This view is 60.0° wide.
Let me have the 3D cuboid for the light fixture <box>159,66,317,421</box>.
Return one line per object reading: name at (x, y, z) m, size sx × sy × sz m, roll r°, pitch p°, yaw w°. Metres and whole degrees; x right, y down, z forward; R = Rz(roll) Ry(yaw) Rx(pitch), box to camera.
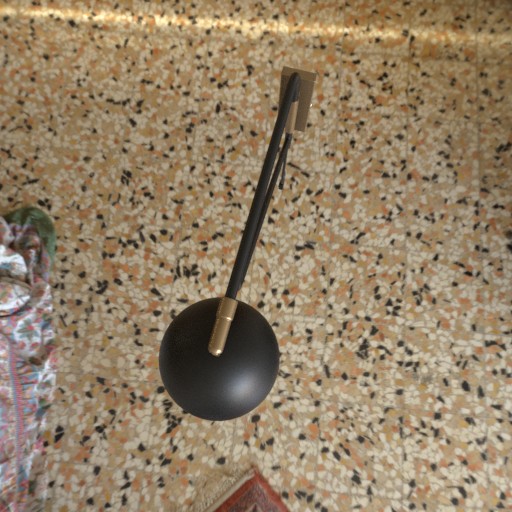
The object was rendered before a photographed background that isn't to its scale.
light fixture at (0.000, 0.000, 1.058) m, size 0.215 × 0.696 × 0.720 m, roll 15°, pitch 76°, yaw 4°
